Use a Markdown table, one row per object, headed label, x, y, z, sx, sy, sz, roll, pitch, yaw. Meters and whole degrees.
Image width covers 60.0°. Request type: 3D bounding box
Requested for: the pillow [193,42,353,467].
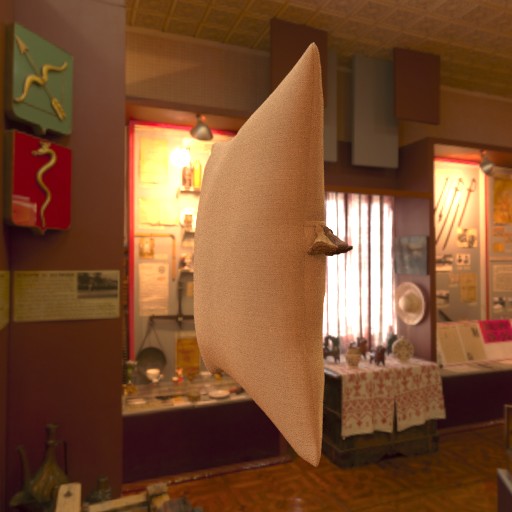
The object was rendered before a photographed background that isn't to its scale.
| label | x | y | z | sx | sy | sz | roll | pitch | yaw |
| --- | --- | --- | --- | --- | --- | --- | --- | --- | --- |
| pillow | 0.000 | 0.000 | 0.728 | 0.165 | 0.481 | 0.489 | 0 | -1 | -20 |
